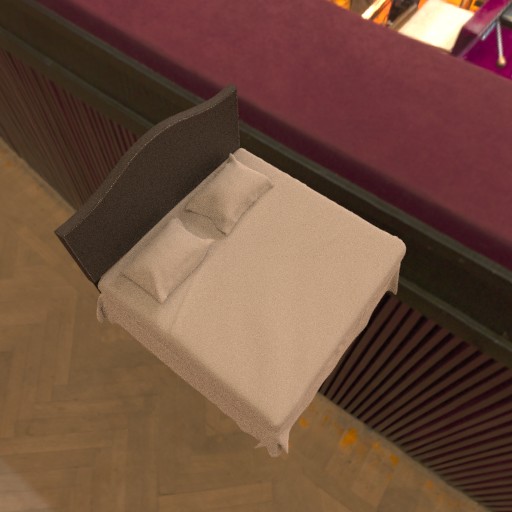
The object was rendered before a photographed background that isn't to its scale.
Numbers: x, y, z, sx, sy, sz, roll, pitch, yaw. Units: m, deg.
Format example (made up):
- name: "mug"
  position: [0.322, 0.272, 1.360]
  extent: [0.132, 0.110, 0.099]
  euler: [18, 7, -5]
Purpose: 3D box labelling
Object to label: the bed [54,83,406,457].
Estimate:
- name: "bed"
  position: [0.000, 0.000, 3.761]
  extent: [2.219, 1.651, 2.314]
  euler: [34, 66, 18]
